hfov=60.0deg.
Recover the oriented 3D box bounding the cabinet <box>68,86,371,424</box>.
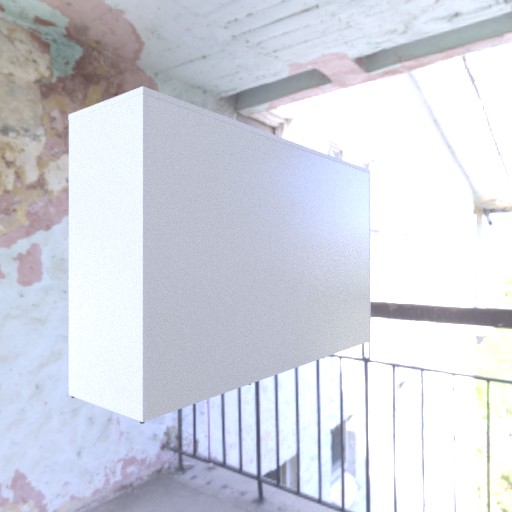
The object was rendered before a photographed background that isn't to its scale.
[{"bbox_3d":[0.000,0.000,1.864,0.380,0.900,1.450,0,0,38],"label":"cabinet"}]
